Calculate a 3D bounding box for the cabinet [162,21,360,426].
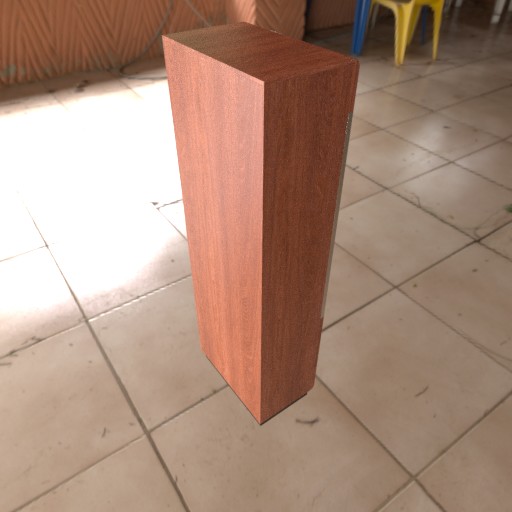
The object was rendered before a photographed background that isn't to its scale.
[{"bbox_3d":[0.000,0.000,2.234,0.420,1.980,0.660,-25,46,-27],"label":"cabinet"}]
